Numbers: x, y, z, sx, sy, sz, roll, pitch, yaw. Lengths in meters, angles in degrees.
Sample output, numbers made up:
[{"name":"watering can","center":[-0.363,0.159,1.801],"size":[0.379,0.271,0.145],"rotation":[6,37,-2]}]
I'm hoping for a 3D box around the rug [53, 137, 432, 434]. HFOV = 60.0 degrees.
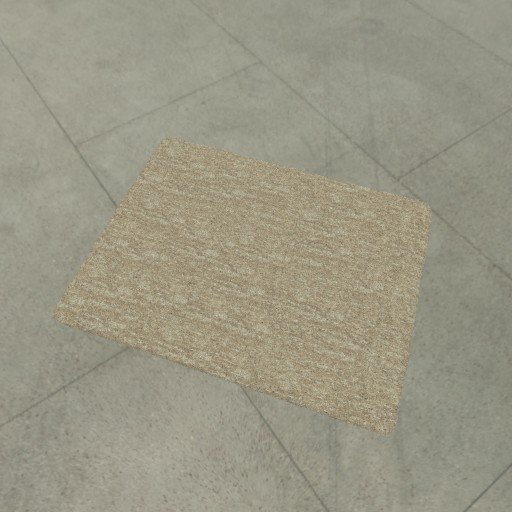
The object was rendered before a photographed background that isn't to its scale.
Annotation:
[{"name":"rug","center":[0.000,0.000,3.941],"size":[2.873,0.050,2.242],"rotation":[16,60,10]}]
